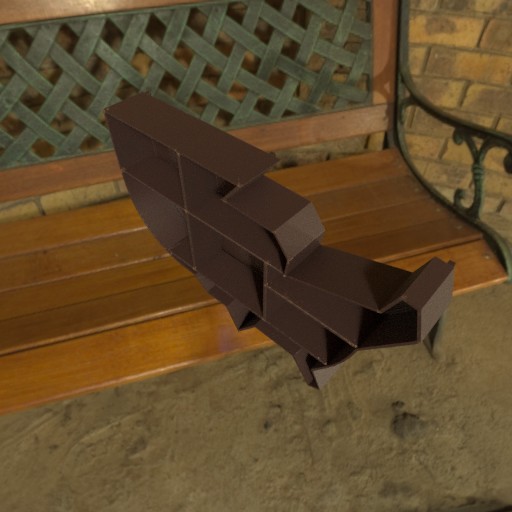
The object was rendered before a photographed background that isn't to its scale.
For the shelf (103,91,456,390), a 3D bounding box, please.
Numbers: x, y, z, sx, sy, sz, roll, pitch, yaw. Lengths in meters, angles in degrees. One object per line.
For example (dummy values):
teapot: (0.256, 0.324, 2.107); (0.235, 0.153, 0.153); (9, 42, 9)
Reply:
shelf: (0.000, 0.000, 0.913); (0.729, 0.439, 0.112); (33, 54, 27)
